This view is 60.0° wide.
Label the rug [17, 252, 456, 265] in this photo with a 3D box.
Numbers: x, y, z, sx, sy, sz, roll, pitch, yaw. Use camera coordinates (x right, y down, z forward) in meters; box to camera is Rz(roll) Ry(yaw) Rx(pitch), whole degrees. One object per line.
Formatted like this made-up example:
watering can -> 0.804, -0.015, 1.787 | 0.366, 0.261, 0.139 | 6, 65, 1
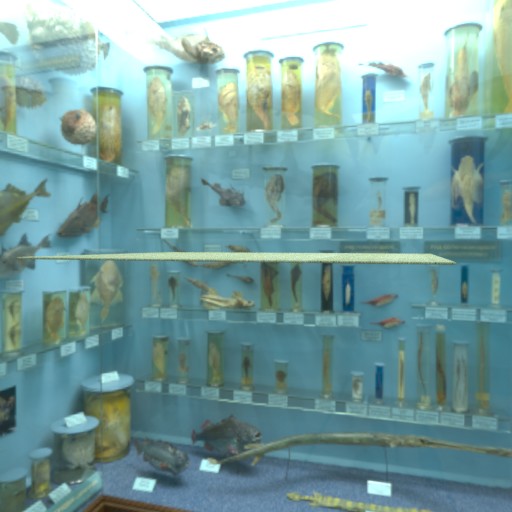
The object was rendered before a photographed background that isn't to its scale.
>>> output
rug -> 0.000, 0.000, 4.156 | 3.198, 0.016, 2.425 | 0, 2, 18
